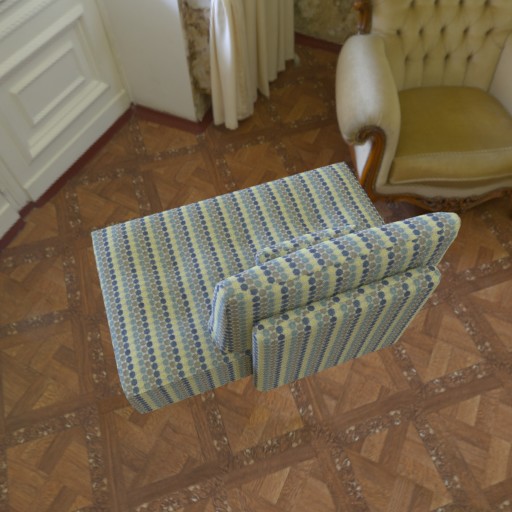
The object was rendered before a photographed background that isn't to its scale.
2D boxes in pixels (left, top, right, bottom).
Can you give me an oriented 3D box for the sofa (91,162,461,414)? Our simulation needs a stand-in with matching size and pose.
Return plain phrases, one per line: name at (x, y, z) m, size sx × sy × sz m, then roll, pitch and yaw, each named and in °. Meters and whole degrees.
sofa at (0.000, 0.000, 2.039) m, size 1.450 × 0.820 × 1.000 m, roll -17°, pitch 59°, yaw -11°
